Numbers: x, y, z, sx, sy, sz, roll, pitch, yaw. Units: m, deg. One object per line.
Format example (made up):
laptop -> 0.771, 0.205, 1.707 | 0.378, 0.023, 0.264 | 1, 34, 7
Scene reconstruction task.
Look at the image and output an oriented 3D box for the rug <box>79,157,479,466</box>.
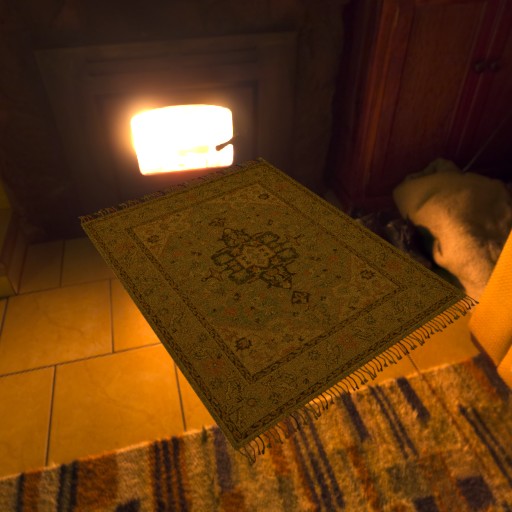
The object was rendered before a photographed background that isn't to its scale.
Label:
rug -> 0.000, 0.000, 3.474 | 1.971, 0.010, 2.651 | -24, 46, -26
